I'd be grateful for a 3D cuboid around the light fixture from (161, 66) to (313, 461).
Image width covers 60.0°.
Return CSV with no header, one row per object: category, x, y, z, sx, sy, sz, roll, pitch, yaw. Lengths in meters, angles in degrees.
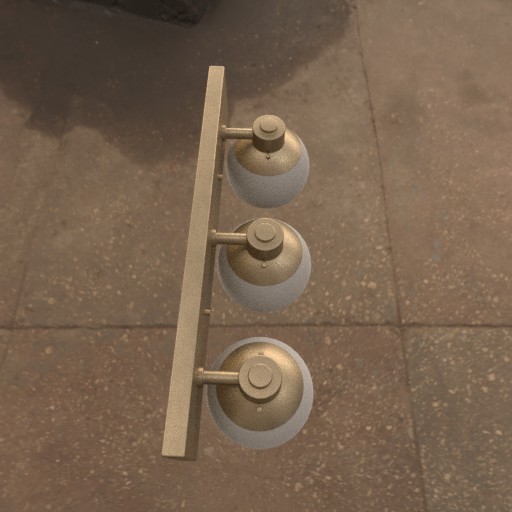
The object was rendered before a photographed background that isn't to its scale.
light fixture,0.000,0.000,0.849,0.218,0.263,0.721,2,63,1
